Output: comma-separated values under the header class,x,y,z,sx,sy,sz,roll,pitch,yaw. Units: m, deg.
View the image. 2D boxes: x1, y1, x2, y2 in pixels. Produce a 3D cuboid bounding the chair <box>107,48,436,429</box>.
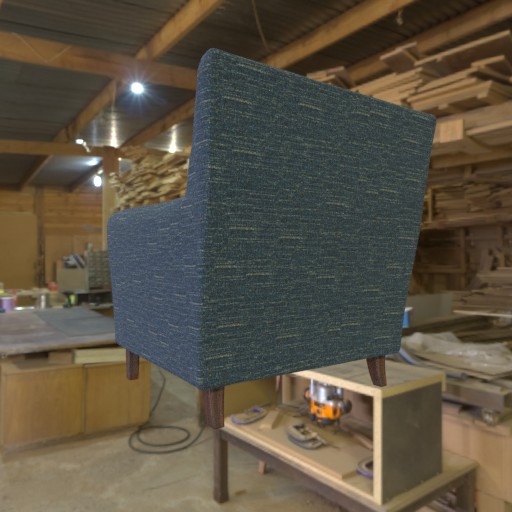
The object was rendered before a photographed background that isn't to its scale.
class,x,y,z,sx,sy,sz,roll,pitch,yaw
chair,0.000,0.000,1.571,0.864,0.928,0.873,0,0,-35
